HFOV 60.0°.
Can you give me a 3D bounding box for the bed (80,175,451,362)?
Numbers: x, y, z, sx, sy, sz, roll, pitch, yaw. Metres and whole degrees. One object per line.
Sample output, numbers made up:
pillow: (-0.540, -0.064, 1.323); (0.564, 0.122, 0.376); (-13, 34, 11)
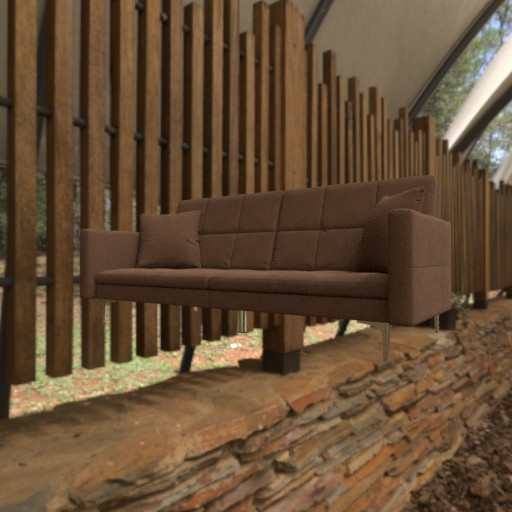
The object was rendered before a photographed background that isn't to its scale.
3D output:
bed: (0.000, 0.000, 2.397); (1.905, 0.787, 0.889); (0, 0, 35)
